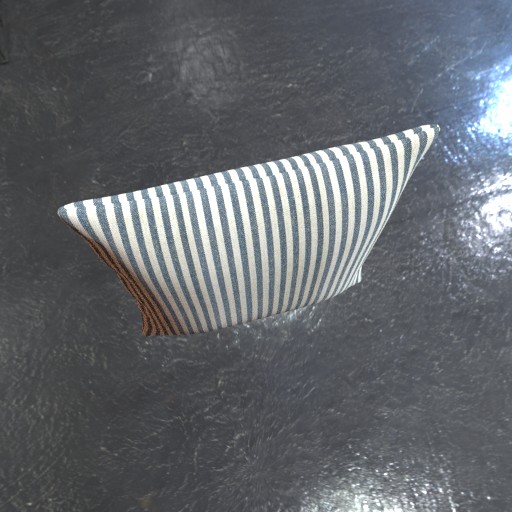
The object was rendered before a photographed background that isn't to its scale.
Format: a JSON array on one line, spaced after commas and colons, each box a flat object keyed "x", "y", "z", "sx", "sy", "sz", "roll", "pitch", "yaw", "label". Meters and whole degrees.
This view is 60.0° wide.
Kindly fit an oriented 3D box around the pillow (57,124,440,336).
[{"x": 0.000, "y": 0.000, "z": 0.800, "sx": 0.523, "sy": 0.510, "sz": 0.166, "roll": -14, "pitch": 65, "yaw": -7, "label": "pillow"}]
